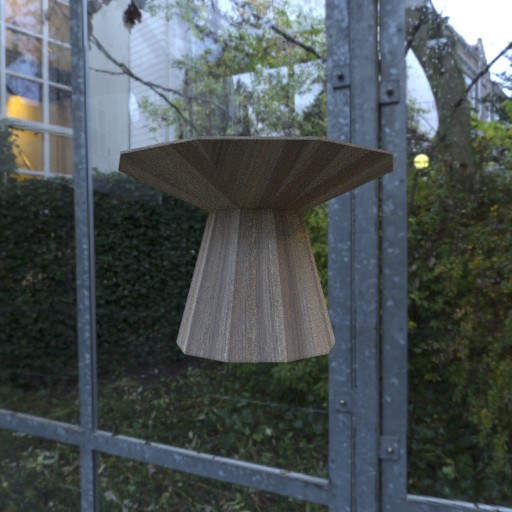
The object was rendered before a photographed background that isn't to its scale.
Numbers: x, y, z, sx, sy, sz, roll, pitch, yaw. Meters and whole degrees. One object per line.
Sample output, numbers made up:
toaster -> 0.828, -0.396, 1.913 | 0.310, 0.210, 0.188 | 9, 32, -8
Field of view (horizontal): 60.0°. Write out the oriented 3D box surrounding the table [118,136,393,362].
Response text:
table -> 0.000, 0.000, 1.920 | 1.186, 0.752, 1.186 | 0, 1, 0
